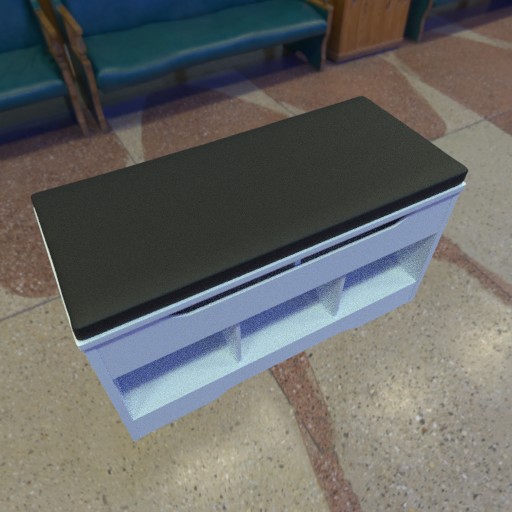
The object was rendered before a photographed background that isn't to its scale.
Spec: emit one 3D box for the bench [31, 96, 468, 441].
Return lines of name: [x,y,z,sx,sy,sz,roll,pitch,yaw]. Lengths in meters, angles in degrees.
bench: [0.000,0.000,1.154,0.899,0.500,0.401,-22,51,-19]
